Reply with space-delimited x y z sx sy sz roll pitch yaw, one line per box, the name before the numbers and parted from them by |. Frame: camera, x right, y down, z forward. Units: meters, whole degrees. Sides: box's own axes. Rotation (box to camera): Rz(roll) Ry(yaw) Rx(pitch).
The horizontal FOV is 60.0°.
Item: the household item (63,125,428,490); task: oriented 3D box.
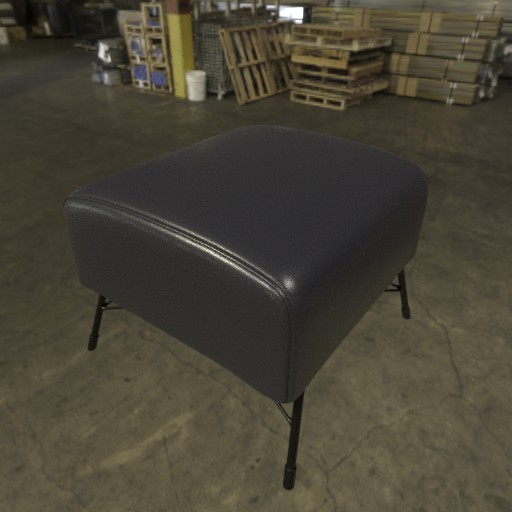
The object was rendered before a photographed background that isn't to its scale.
household item | 0.000 0.000 0.899 0.530 0.410 0.530 22 39 30
